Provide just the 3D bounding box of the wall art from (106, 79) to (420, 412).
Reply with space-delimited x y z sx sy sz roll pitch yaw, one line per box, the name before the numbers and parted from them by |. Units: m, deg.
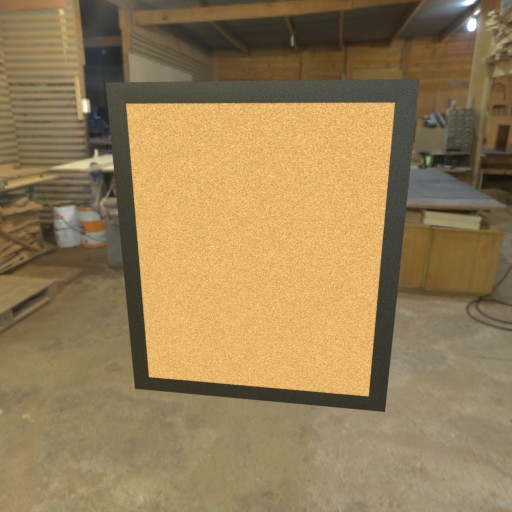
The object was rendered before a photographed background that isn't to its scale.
wall art | 0.000 0.000 0.693 0.432 0.508 0.025 3 18 8
